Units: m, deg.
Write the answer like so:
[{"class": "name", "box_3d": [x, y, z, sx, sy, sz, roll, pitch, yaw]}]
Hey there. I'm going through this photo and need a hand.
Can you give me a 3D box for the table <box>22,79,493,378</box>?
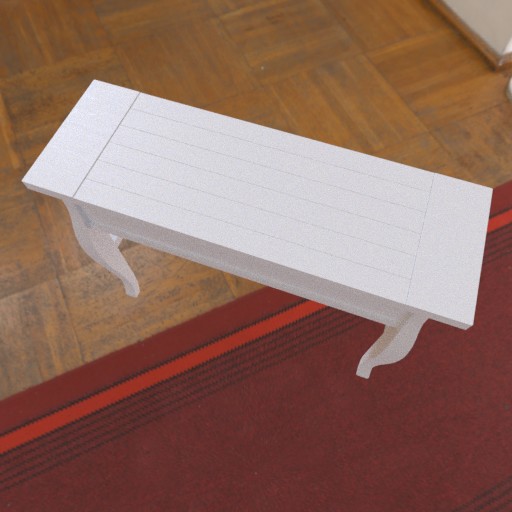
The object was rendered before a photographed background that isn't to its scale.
[{"class": "table", "box_3d": [0.000, 0.000, 1.398, 1.062, 0.768, 0.373, 18, 65, 9]}]
